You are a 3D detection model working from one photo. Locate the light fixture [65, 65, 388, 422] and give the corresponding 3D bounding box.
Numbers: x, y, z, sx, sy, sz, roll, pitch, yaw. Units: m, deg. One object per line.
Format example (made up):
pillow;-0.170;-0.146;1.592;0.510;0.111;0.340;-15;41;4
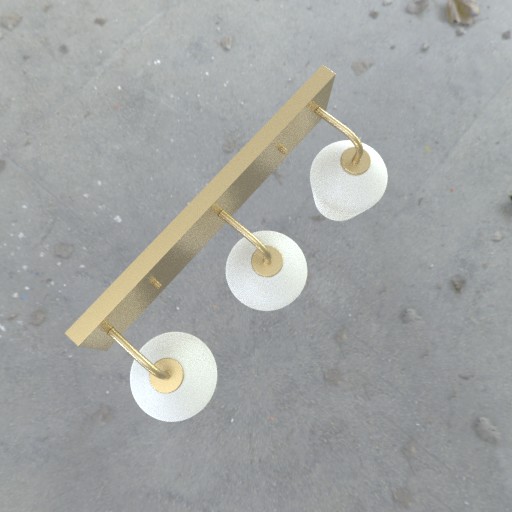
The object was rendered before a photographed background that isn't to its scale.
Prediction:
light fixture;0.000;0.000;0.741;0.190;0.280;0.609;40;78;10
